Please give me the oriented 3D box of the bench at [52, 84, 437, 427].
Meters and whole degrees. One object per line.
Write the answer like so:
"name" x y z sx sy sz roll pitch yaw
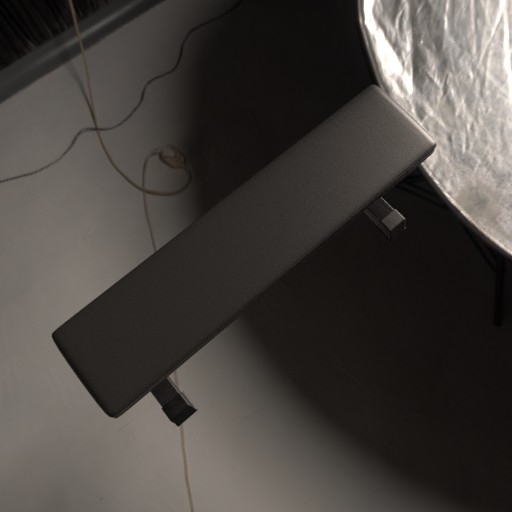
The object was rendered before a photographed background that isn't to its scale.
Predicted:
"bench" 0.000 0.000 1.304 1.072 0.453 0.439 -39 78 -10
